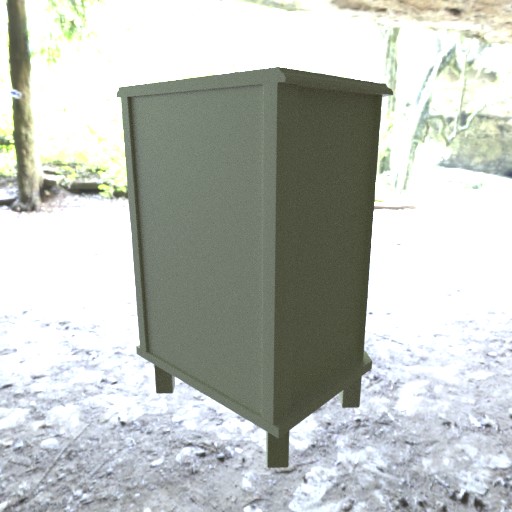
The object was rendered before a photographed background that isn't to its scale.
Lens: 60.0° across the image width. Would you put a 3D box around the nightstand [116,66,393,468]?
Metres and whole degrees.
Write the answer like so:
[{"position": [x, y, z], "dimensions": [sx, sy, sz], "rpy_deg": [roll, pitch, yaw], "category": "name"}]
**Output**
[{"position": [0.000, 0.000, 0.948], "dimensions": [0.435, 0.681, 0.351], "rpy_deg": [14, 21, 41], "category": "nightstand"}]
